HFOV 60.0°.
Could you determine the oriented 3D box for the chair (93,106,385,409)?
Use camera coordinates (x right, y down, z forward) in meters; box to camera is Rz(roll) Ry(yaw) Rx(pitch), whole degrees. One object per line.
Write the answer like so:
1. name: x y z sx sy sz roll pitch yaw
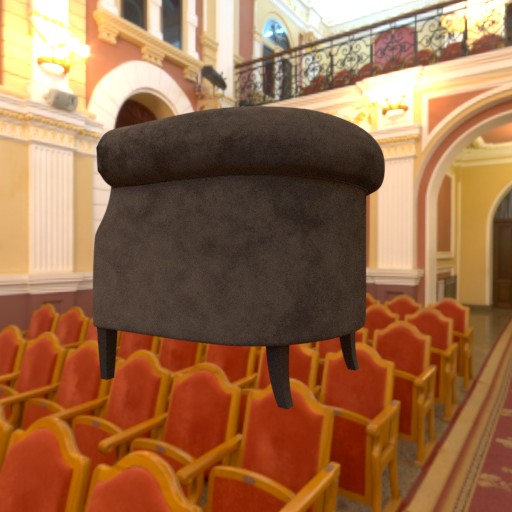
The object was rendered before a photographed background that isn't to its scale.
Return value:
1. chair: 0.000 0.000 1.568 0.851 0.826 0.904 0 0 35
